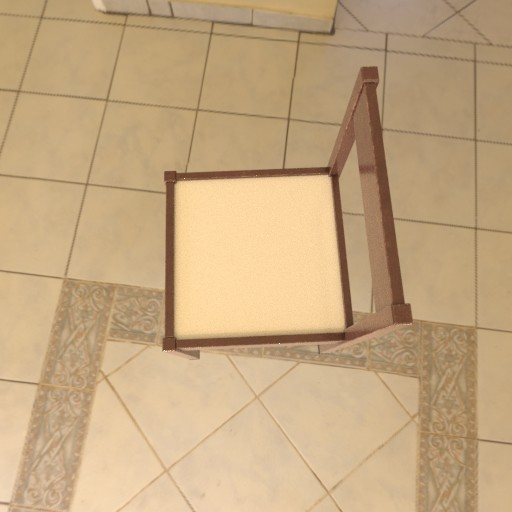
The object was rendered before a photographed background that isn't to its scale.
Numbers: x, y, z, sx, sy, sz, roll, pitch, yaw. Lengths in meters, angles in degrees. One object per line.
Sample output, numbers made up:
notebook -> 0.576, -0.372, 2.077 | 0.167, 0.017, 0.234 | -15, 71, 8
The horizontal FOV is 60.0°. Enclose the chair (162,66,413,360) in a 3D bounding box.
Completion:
chair -> 0.000, 0.000, 0.691 | 0.285, 0.505, 0.285 | -3, 75, -1
